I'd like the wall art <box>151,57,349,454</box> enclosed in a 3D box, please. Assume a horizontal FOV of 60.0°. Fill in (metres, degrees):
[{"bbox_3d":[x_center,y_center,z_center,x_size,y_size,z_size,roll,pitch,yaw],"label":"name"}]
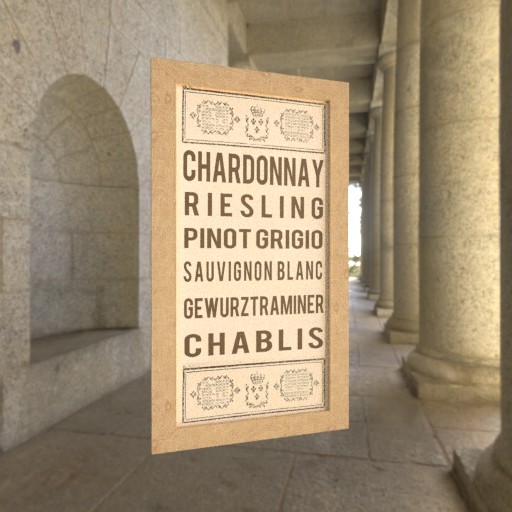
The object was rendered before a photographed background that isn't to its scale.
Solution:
[{"bbox_3d":[0.000,0.000,0.825,0.381,0.683,0.013,0,0,-17],"label":"wall art"}]
